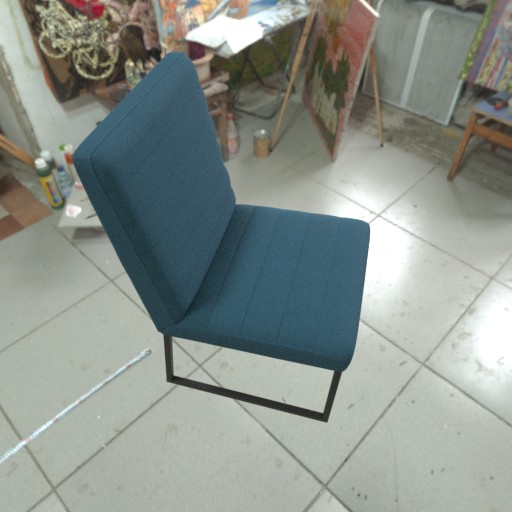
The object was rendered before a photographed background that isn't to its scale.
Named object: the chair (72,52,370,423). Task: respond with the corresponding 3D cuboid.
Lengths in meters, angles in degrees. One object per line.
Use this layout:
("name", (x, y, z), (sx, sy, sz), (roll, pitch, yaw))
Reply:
("chair", (0.000, 0.000, 1.290), (0.634, 0.930, 0.520), (11, 48, 10))
